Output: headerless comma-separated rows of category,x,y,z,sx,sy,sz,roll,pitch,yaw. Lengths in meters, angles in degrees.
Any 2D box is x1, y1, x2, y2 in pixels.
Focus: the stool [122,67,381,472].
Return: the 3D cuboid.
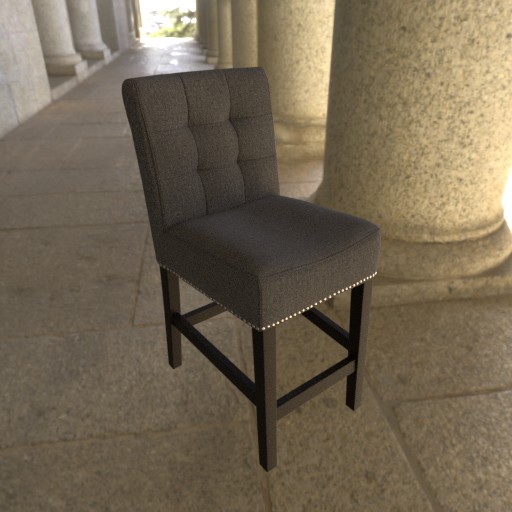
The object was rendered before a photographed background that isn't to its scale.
stool,0.000,0.000,1.199,0.427,0.885,0.571,-20,35,-32
